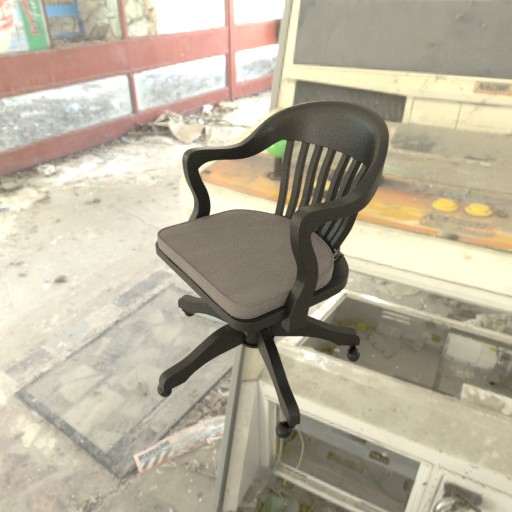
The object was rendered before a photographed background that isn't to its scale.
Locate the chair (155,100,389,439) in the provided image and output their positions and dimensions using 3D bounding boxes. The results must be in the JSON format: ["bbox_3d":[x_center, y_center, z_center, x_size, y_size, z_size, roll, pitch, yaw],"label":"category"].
[{"bbox_3d":[0.000,0.000,1.467,0.788,0.878,0.750,-21,37,-30],"label":"chair"}]
